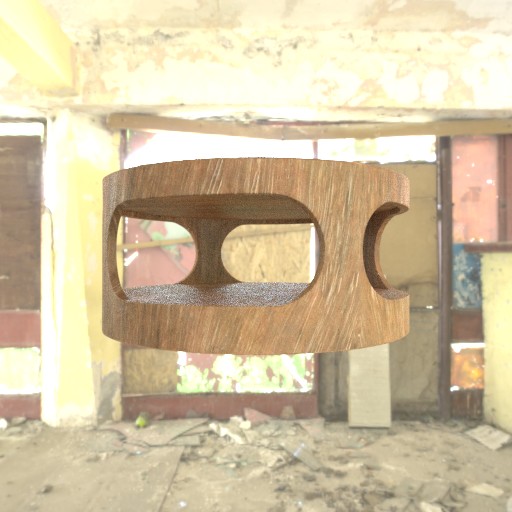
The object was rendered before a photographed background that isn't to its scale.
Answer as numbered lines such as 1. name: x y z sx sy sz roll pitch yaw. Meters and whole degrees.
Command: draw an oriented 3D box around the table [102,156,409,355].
1. table: 0.000 0.000 1.490 0.974 0.450 0.974 0 0 0
